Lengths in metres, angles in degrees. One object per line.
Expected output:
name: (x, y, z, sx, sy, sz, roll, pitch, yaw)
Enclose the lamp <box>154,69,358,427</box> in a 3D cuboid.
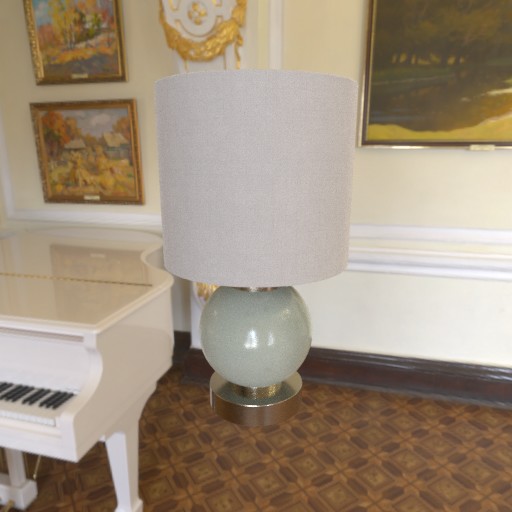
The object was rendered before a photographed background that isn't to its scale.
lamp: (0.000, 0.000, 0.487, 0.201, 0.353, 0.201, 7, 16, 27)
